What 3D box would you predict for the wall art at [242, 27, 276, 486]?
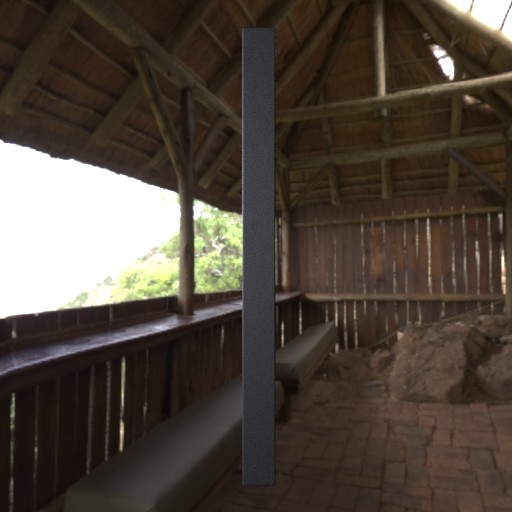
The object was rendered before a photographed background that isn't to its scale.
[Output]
[{"bbox_3d":[0.000,0.000,0.531,0.028,0.381,0.328,0,0,-1],"label":"wall art"}]
